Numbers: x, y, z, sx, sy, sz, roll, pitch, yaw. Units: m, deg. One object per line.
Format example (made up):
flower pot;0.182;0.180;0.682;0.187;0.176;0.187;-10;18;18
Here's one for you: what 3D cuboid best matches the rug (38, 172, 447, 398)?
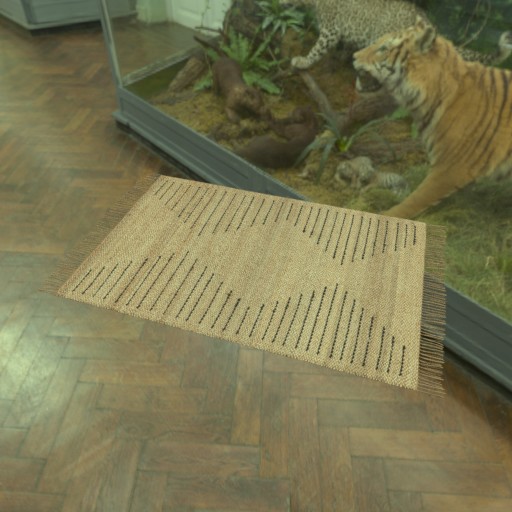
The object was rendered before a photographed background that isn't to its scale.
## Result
rug;0.000;0.000;2.538;2.085;0.027;1.224;12;44;13
